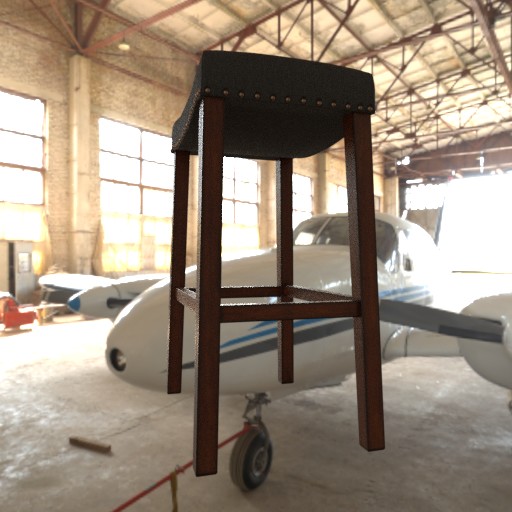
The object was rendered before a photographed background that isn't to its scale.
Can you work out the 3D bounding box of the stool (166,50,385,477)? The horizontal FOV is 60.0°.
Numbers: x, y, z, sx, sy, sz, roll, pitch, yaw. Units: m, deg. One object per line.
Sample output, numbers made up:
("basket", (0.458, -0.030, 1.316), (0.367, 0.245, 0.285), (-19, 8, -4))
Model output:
("stool", (0.000, 0.000, 1.039), (0.366, 0.748, 0.502), (0, 0, -17))
